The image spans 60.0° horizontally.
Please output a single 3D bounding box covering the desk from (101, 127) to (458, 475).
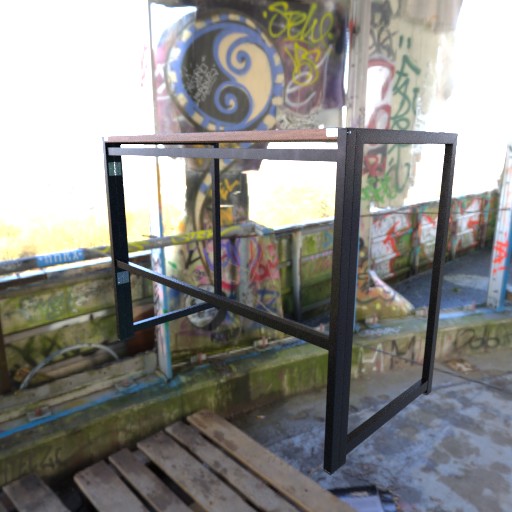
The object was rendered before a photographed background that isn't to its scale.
[{"bbox_3d":[0.000,0.000,1.441,0.508,0.762,1.016,-13,19,-42],"label":"desk"}]
